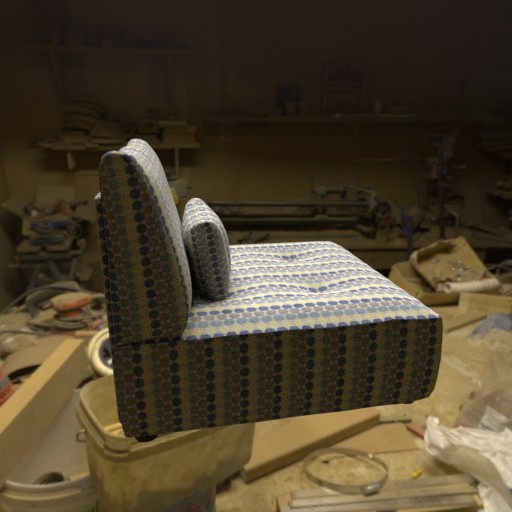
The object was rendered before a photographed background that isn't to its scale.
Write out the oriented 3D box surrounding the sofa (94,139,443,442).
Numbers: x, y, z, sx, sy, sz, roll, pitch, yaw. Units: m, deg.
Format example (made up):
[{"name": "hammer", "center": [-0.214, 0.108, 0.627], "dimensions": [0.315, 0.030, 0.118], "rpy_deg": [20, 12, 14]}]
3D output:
[{"name": "sofa", "center": [0.000, 0.000, 1.666], "dimensions": [1.000, 0.830, 0.930], "rpy_deg": [-3, 17, -11]}]
